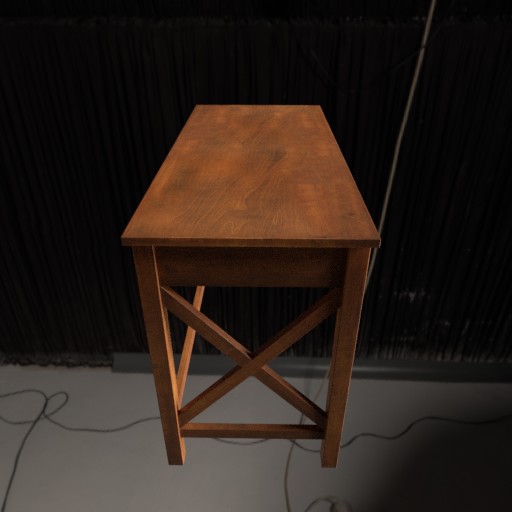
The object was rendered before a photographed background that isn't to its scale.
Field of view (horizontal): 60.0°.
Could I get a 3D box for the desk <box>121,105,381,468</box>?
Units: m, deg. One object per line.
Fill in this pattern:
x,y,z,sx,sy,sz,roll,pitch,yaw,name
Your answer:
0.000,0.000,1.532,0.508,0.762,1.117,1,31,1,desk
